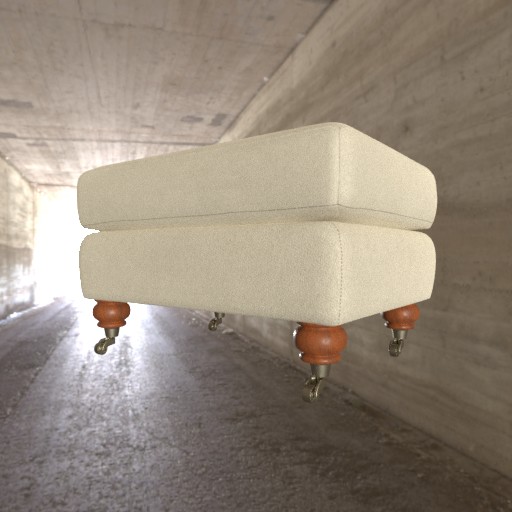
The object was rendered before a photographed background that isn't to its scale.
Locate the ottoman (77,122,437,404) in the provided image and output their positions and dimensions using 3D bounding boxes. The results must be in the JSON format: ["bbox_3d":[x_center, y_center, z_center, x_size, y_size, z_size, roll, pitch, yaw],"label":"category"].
[{"bbox_3d":[0.000,0.000,1.133,0.773,0.499,0.569,0,1,37],"label":"ottoman"}]
